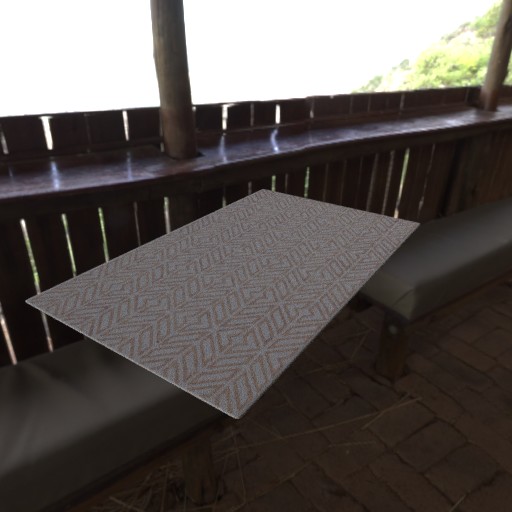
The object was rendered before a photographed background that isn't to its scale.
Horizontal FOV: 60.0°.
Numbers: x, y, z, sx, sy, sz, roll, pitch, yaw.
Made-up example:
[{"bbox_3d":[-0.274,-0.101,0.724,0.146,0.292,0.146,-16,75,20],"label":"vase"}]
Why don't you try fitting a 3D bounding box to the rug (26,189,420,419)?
[{"bbox_3d":[0.000,0.000,3.032,1.523,0.008,2.438,17,32,31],"label":"rug"}]
